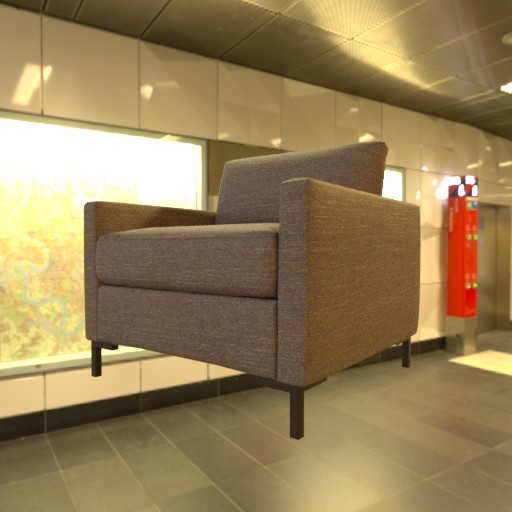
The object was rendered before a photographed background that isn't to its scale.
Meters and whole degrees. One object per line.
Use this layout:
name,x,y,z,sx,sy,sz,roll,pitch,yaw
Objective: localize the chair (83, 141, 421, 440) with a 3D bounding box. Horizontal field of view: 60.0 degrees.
chair,0.000,0.000,1.596,0.940,0.841,0.845,1,1,37
